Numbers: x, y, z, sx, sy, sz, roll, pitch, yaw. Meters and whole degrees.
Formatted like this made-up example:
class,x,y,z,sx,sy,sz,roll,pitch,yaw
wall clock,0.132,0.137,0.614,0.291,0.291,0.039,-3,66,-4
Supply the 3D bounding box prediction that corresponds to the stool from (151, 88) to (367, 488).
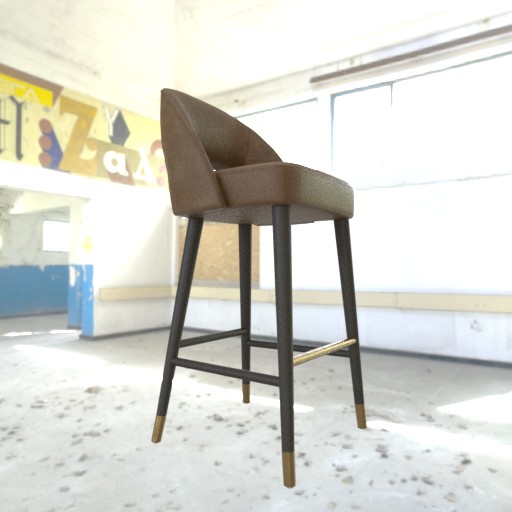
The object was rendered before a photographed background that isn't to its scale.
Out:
class,x,y,z,sx,sy,sz,roll,pitch,yaw
stool,0.000,0.000,1.308,0.509,1.037,0.494,-1,-1,35
